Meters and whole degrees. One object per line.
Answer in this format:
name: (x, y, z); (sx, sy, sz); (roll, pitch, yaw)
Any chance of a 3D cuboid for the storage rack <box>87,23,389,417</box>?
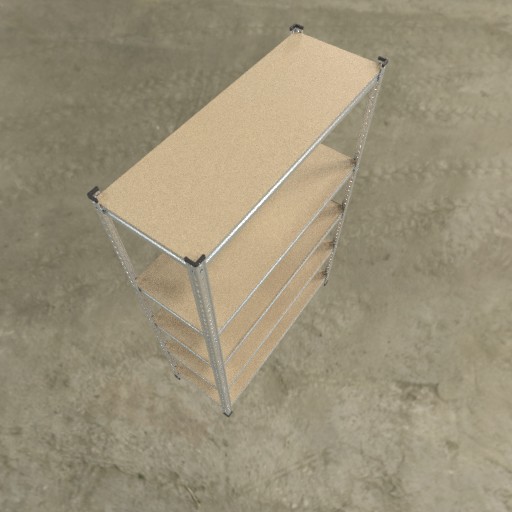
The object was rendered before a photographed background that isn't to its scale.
storage rack: (0.000, 0.000, 2.372); (0.457, 1.829, 1.219); (31, 62, 19)
